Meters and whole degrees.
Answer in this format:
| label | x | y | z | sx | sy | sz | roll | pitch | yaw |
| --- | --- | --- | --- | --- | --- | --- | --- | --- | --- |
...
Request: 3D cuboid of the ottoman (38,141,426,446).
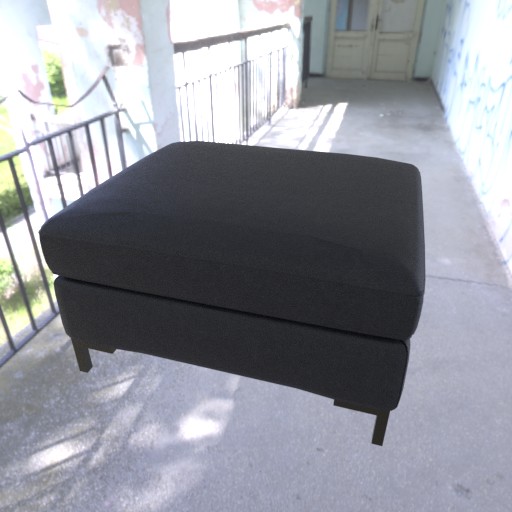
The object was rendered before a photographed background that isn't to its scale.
| label | x | y | z | sx | sy | sz | roll | pitch | yaw |
| --- | --- | --- | --- | --- | --- | --- | --- | --- | --- |
| ottoman | 0.000 | 0.000 | 1.773 | 1.187 | 0.696 | 0.967 | 9 | 32 | 15 |
